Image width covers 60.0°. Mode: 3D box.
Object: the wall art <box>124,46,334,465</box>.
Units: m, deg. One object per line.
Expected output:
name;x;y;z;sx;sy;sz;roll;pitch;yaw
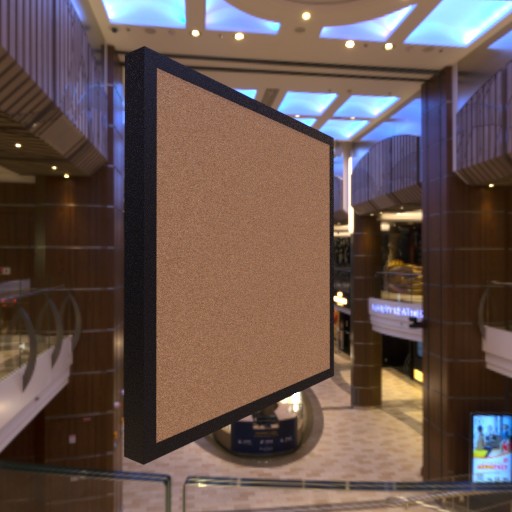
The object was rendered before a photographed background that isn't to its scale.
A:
wall art;0.000;0.000;0.752;0.038;0.508;0.508;0;-1;36
